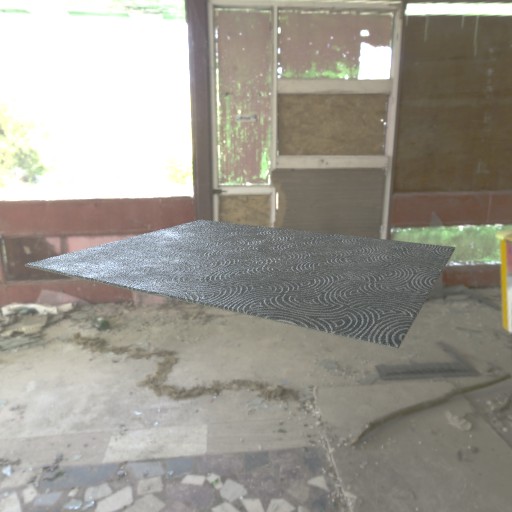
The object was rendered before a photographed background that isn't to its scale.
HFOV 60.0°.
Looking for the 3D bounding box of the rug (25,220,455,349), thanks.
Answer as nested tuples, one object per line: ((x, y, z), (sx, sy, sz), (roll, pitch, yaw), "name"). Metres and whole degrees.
((0.000, 0.000, 3.983), (3.042, 0.021, 2.456), (8, 17, 29), "rug")
